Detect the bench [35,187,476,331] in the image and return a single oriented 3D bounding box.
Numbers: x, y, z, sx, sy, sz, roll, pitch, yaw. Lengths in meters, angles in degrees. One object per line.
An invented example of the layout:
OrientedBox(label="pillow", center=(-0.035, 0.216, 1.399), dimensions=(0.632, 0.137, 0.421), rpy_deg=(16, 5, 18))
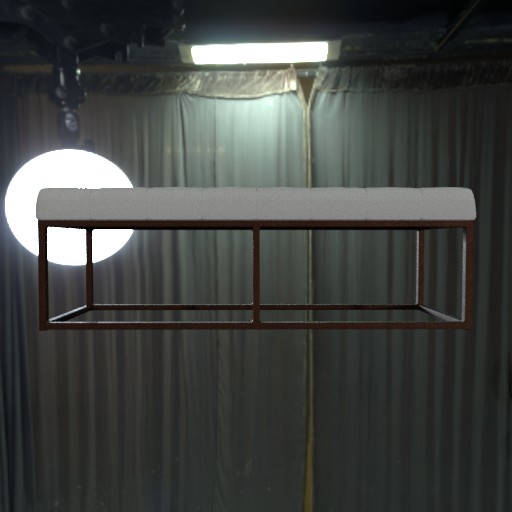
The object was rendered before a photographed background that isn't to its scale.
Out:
OrientedBox(label="bench", center=(0.000, 0.000, 1.712), dimensions=(1.488, 0.488, 0.479), rpy_deg=(0, 2, 0))
